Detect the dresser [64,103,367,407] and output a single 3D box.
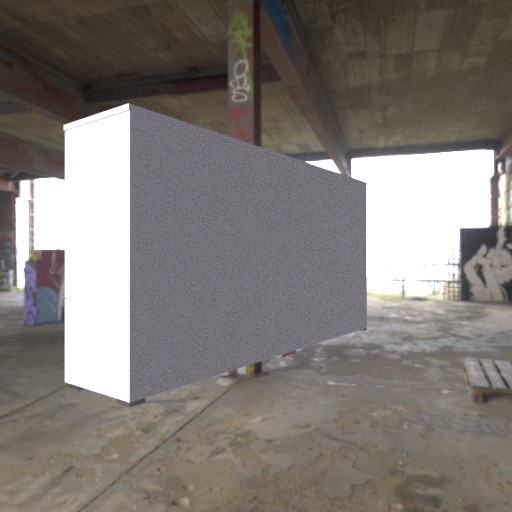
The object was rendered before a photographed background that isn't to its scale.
[{"bbox_3d":[0.000,0.000,1.863,0.333,0.790,1.535,0,0,37],"label":"dresser"}]
